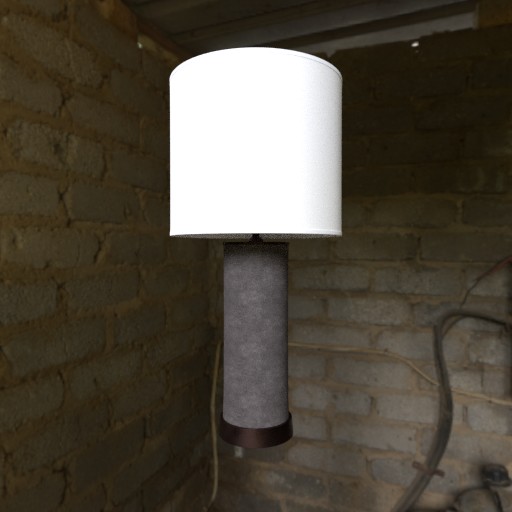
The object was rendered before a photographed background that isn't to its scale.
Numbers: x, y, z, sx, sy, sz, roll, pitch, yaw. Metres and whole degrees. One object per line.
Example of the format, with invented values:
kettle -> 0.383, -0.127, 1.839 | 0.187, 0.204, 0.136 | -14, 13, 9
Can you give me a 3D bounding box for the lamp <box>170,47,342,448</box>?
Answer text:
lamp -> 0.000, 0.000, 0.790 | 0.301, 0.630, 0.301 | 0, 1, -18
